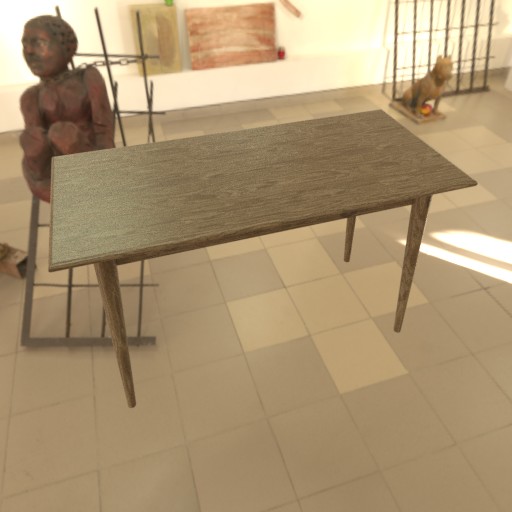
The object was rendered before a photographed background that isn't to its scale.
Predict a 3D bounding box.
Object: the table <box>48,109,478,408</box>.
[{"bbox_3d":[0.000,0.000,1.734,1.300,0.780,0.599,-12,43,-14],"label":"table"}]
